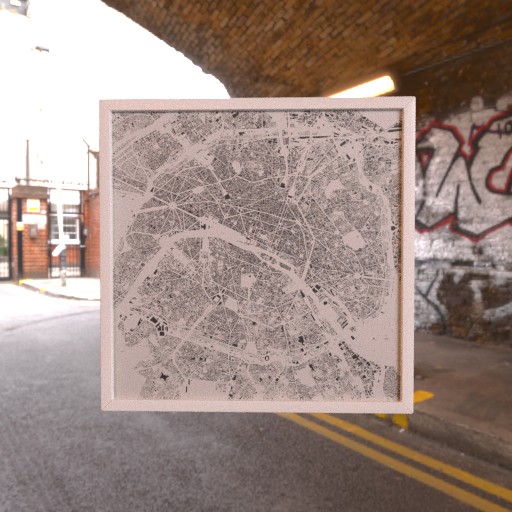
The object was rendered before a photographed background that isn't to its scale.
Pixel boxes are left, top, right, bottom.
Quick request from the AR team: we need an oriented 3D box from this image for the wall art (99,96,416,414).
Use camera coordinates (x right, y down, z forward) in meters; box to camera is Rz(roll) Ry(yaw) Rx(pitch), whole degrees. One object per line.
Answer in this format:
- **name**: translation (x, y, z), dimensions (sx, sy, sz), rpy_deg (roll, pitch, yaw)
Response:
- **wall art**: translation (0.000, 0.000, 0.733), dimensions (0.508, 0.508, 0.038), rpy_deg (0, 1, 1)
